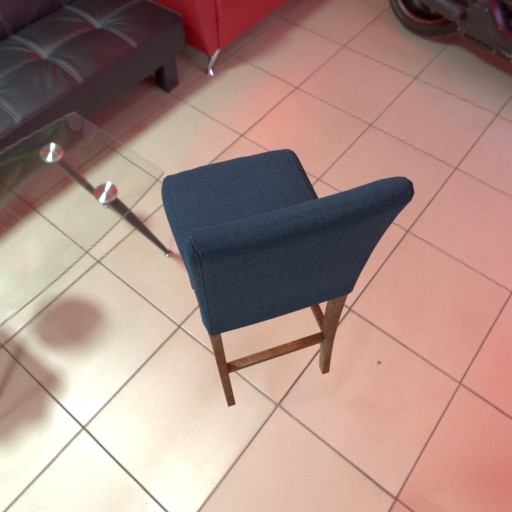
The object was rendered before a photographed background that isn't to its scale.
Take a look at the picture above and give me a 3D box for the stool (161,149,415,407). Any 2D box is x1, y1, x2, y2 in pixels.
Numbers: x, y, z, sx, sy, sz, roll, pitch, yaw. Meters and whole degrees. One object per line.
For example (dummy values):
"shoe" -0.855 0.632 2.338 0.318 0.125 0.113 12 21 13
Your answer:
"stool" 0.000 0.000 1.358 0.454 1.088 0.574 -16 60 -10
